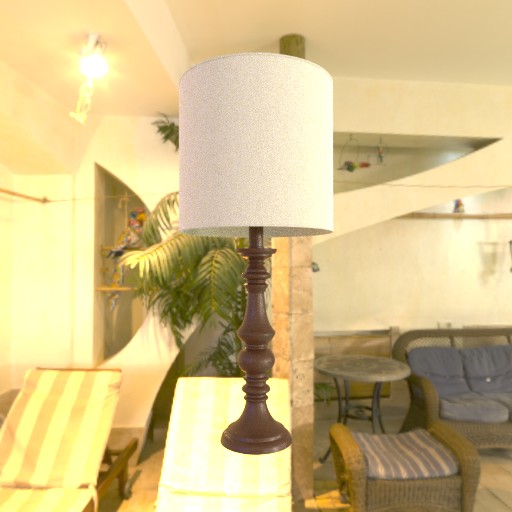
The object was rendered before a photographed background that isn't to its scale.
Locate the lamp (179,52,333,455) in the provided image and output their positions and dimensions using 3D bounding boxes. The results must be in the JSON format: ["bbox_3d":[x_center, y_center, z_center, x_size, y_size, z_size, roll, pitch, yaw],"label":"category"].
[{"bbox_3d":[0.000,0.000,0.726,0.250,0.597,0.250,0,-1,2],"label":"lamp"}]
